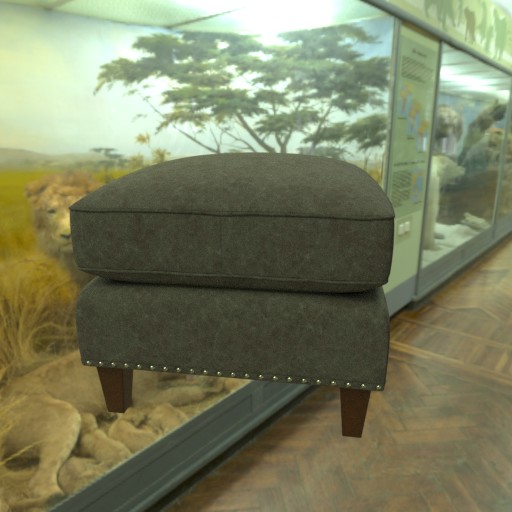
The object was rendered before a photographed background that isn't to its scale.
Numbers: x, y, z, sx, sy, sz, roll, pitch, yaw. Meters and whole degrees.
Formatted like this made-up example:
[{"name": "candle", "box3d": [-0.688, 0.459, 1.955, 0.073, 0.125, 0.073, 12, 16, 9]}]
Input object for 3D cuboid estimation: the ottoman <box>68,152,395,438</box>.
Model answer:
[{"name": "ottoman", "box3d": [0.000, 0.000, 1.131, 0.584, 0.513, 0.741, 2, 15, 9]}]
